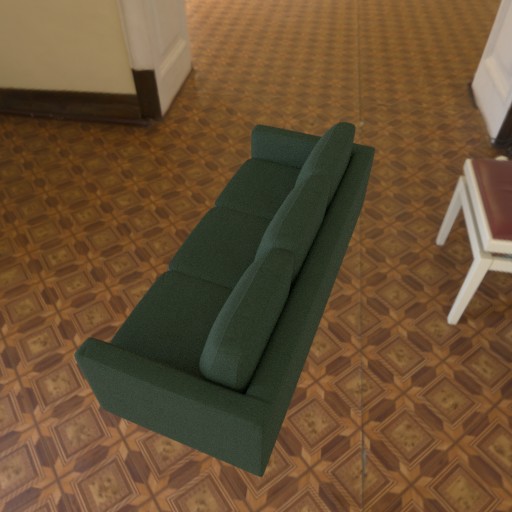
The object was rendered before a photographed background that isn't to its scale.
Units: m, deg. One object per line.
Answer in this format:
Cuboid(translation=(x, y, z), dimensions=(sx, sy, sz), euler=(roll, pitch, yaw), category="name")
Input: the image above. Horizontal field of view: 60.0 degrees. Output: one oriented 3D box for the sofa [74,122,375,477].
Cuboid(translation=(0.000, 0.000, 2.518), dimensions=(0.879, 0.899, 2.029), euler=(16, 48, 15), category="sofa")
